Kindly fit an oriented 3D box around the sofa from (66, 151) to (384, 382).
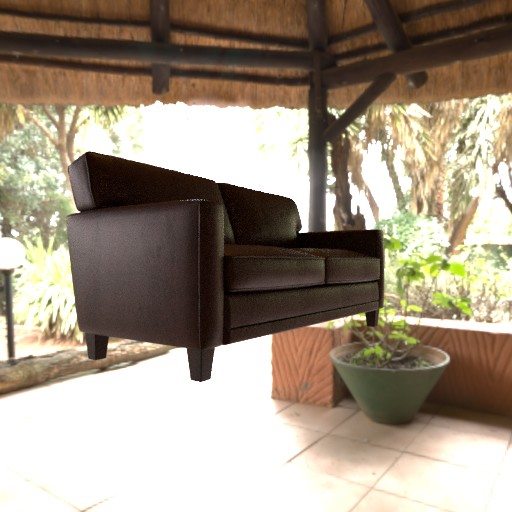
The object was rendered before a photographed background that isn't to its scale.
[{"bbox_3d":[0.000,0.000,2.498,0.912,0.928,1.876,-1,-1,36],"label":"sofa"}]
